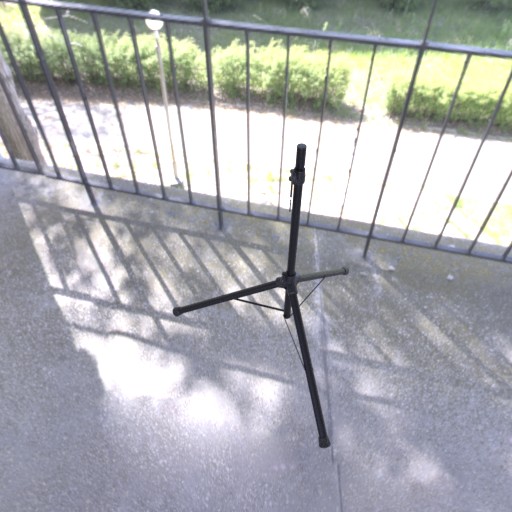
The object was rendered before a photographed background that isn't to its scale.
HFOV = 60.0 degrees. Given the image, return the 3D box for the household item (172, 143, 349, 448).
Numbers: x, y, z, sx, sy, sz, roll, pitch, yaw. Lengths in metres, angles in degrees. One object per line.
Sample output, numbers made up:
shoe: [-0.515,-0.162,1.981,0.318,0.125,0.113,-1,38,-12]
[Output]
household item: [0.000,0.000,1.893,0.907,1.136,1.045,10,48,10]
